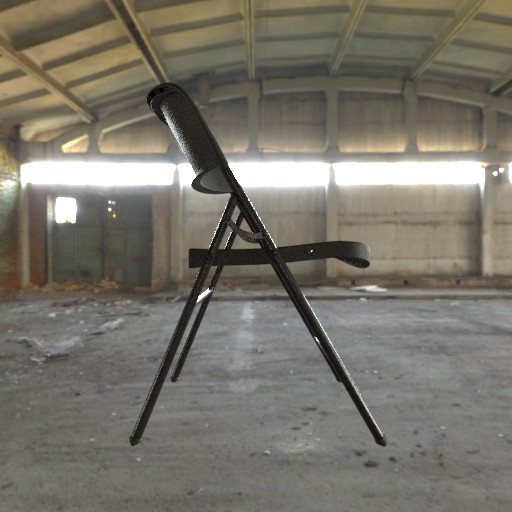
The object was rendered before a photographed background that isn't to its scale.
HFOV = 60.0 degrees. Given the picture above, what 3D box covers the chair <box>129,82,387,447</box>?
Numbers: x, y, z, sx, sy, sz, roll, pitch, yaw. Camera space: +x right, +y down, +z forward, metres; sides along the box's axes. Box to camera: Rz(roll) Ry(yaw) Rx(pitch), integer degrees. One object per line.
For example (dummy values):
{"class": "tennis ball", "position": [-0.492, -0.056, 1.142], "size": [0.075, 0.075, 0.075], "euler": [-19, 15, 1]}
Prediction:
{"class": "chair", "position": [0.000, 0.000, 1.187], "size": [0.567, 0.810, 0.494], "euler": [0, 1, 0]}
